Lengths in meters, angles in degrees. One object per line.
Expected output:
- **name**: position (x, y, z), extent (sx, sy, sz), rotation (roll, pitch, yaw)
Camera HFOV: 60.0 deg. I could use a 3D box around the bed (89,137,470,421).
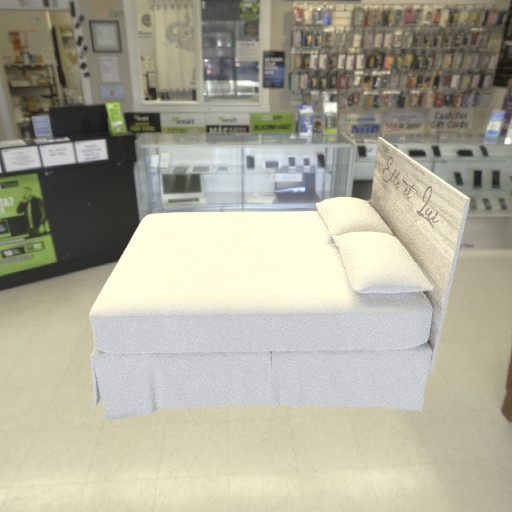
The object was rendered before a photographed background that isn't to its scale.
- **bed**: position (0.000, 0.000, 3.153), extent (2.094, 1.335, 1.745), rotation (-1, 26, -1)
